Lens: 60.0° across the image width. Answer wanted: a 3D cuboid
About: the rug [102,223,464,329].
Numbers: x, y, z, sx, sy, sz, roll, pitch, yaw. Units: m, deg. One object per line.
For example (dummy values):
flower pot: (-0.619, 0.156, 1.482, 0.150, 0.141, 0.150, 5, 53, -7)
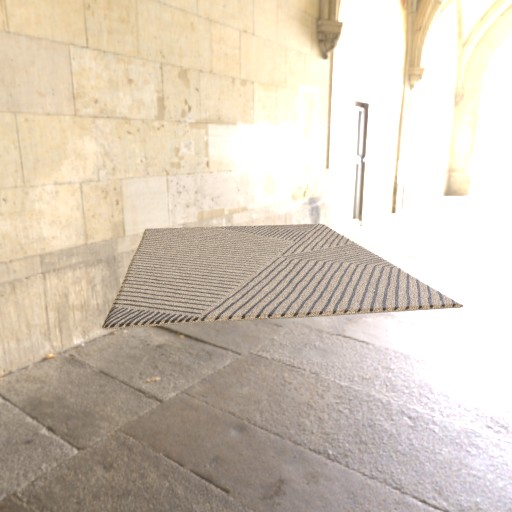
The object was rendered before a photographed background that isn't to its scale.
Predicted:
rug: (0.000, 0.000, 3.348, 1.829, 0.028, 2.449, -2, 14, -9)
